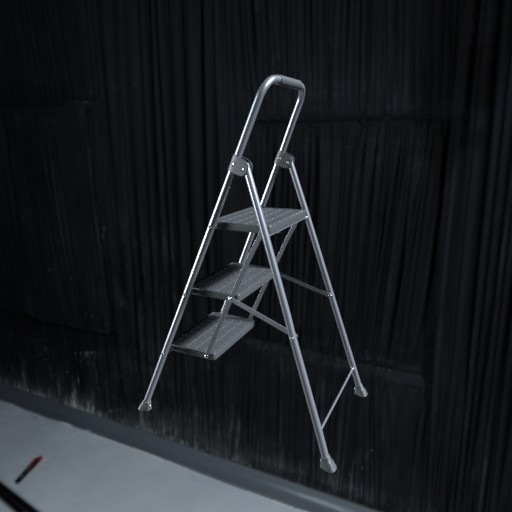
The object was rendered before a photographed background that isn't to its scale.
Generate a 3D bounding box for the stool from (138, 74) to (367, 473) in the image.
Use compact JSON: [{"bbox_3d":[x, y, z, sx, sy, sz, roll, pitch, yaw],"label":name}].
[{"bbox_3d":[0.000,0.000,1.504,0.733,1.121,0.473,7,17,25],"label":"stool"}]
